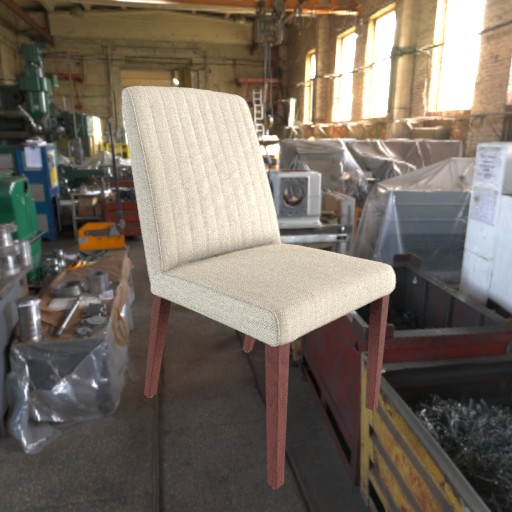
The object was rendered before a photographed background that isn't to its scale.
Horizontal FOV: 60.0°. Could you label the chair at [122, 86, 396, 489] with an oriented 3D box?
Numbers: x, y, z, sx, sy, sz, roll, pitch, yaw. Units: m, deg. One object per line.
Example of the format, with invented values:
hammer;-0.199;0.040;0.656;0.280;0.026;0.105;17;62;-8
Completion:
chair;0.000;0.000;1.209;0.594;0.900;0.480;14;20;43
